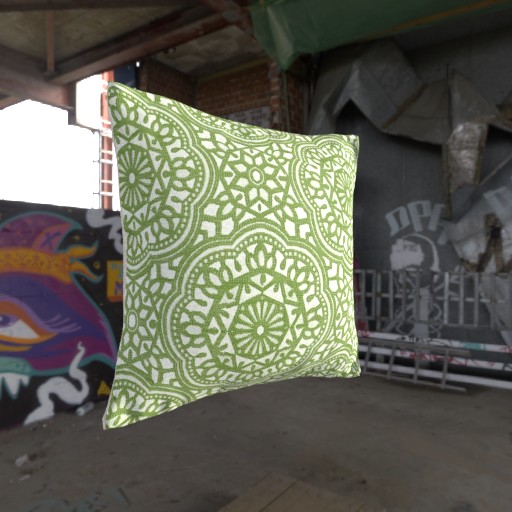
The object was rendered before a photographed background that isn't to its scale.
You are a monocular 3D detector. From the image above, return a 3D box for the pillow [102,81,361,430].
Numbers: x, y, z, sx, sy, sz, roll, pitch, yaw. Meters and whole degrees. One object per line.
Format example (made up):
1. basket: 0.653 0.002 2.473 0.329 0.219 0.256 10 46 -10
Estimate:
1. pillow: 0.000 0.000 0.651 0.440 0.419 0.162 0 0 -35
